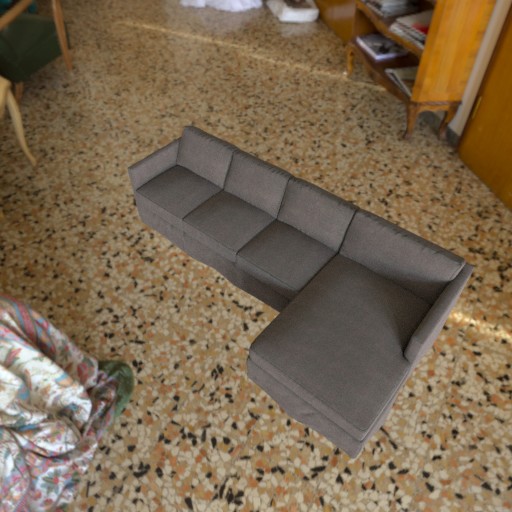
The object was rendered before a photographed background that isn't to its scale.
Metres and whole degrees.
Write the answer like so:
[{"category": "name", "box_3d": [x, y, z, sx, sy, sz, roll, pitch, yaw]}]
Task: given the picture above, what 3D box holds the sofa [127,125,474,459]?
[{"category": "sofa", "box_3d": [0.000, 0.000, 3.958, 3.205, 0.922, 1.650, 31, 54, 26]}]
